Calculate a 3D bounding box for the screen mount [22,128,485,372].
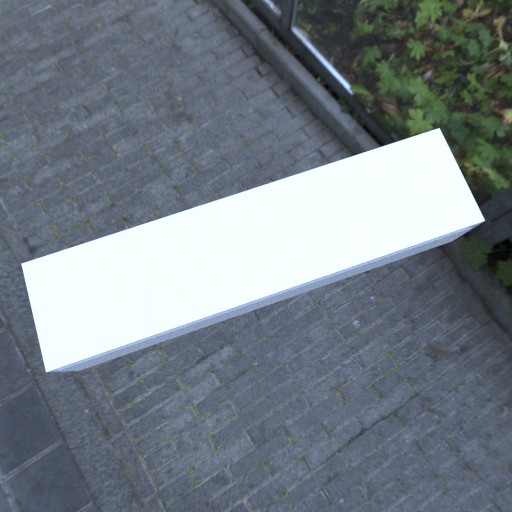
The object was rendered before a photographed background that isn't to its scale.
[{"bbox_3d":[0.000,0.000,1.820,1.644,0.432,0.399,-19,77,-4],"label":"screen mount"}]
